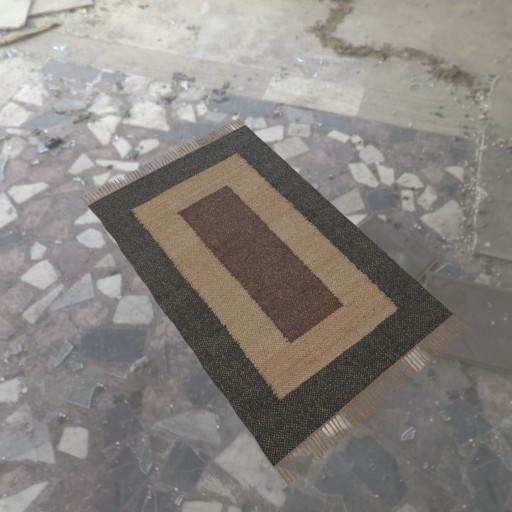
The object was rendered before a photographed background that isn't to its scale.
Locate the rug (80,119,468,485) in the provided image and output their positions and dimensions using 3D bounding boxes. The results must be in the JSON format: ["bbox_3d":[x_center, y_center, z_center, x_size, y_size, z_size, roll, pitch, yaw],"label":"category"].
[{"bbox_3d":[0.000,0.000,1.904,0.920,0.013,1.541,-32,63,-19],"label":"rug"}]
